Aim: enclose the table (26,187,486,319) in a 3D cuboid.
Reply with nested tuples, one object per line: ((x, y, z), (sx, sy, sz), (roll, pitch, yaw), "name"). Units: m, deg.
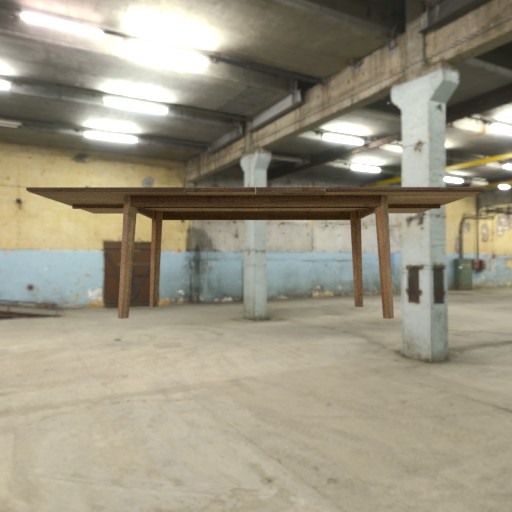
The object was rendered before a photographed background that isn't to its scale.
((0.000, 0.000, 2.998), (2.603, 0.752, 1.000), (0, -2, 0), "table")
